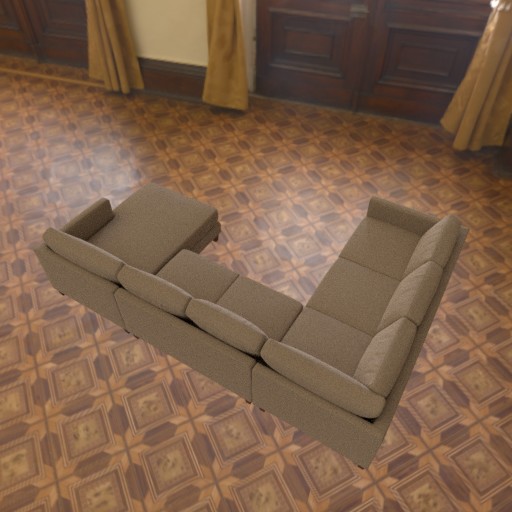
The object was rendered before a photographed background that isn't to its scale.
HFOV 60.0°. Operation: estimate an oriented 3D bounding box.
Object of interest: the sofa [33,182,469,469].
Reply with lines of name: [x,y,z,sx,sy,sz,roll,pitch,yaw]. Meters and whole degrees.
sofa: [0.000,0.000,4.410,3.438,0.865,2.424,24,51,21]
